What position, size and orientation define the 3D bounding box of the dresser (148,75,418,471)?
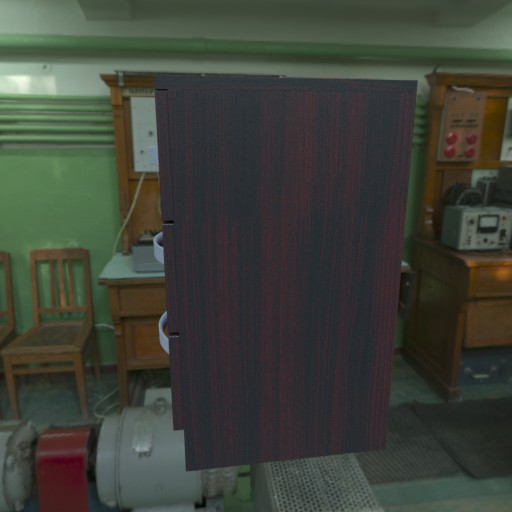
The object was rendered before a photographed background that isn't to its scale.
[{"bbox_3d":[0.000,0.000,0.808,0.360,0.560,0.400,-2,15,-9],"label":"dresser"}]
